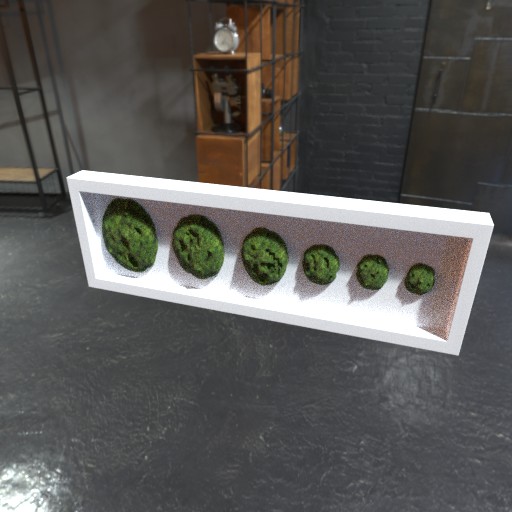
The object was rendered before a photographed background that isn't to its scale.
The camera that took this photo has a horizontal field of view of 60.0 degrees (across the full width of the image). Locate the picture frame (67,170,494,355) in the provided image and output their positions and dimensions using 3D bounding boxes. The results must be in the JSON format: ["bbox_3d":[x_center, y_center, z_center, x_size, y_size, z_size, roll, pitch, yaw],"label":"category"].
[{"bbox_3d":[0.000,0.000,0.841,0.759,0.250,0.050,8,29,16],"label":"picture frame"}]
